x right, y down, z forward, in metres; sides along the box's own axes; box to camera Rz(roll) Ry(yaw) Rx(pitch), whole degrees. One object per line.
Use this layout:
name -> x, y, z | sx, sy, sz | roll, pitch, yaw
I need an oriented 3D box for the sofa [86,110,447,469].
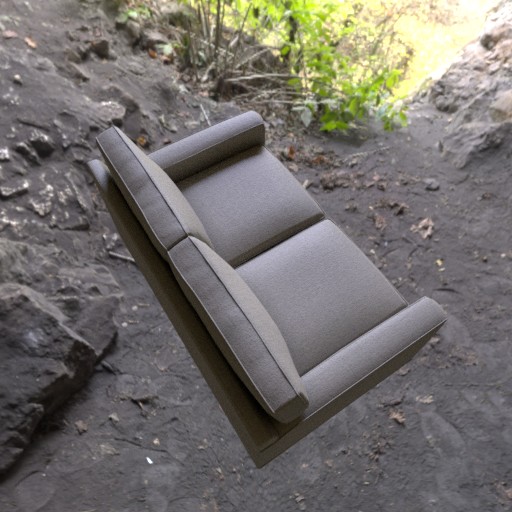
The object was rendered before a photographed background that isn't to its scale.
sofa -> 0.000, 0.000, 2.088 | 0.940, 0.853, 1.484 | -29, 63, -16
